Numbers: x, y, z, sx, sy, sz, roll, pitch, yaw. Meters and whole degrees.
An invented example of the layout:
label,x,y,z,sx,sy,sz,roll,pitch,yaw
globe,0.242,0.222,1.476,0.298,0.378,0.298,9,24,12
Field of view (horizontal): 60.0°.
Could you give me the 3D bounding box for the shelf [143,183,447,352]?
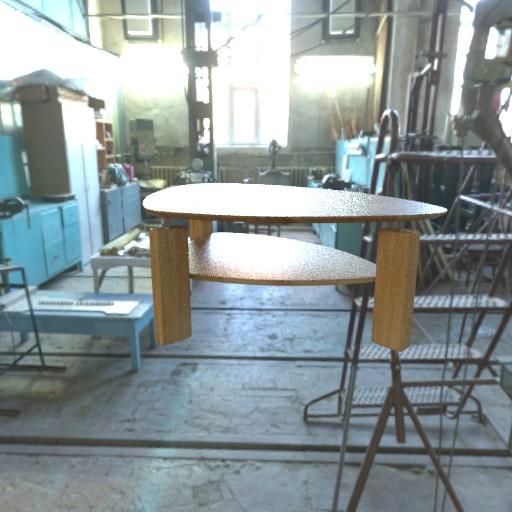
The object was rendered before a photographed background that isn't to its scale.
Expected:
label,x,y,z,sx,sy,sz,roll,pitch,yaw
shelf,0.000,0.000,1.674,0.863,0.439,1.240,-13,19,-41
